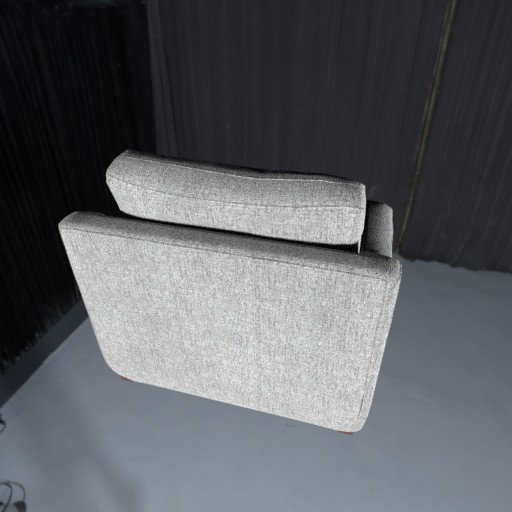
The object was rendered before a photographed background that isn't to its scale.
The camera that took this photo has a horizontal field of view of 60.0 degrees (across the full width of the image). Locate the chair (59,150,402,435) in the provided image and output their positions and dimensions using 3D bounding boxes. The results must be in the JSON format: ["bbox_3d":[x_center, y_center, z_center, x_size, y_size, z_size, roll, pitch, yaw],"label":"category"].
[{"bbox_3d":[0.000,0.000,1.937,1.138,1.037,1.009,9,34,14],"label":"chair"}]
